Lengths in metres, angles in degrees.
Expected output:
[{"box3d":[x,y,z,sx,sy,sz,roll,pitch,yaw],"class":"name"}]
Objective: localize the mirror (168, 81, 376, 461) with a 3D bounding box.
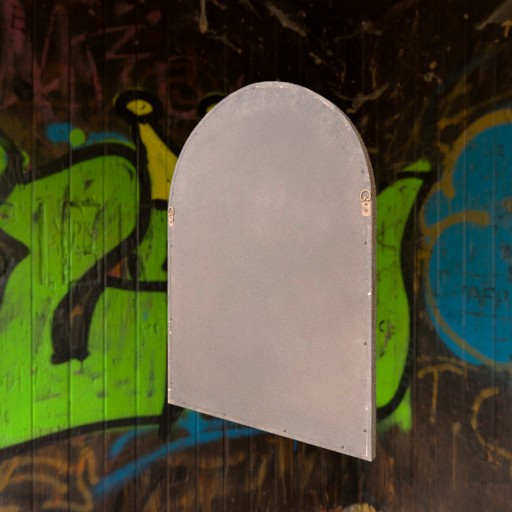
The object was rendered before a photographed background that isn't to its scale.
[{"box3d":[0.000,0.000,1.198,0.660,0.920,0.032,0,0,36],"class":"mirror"}]
